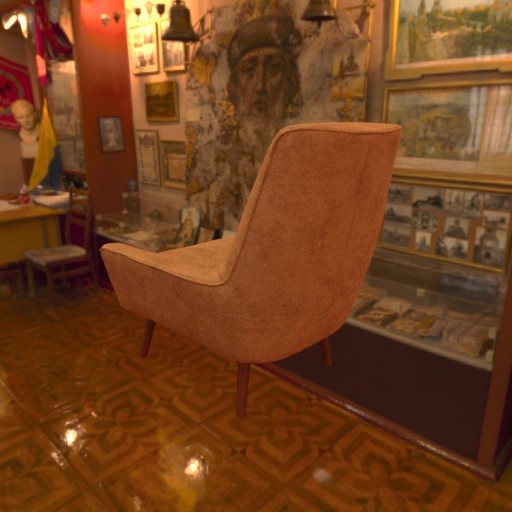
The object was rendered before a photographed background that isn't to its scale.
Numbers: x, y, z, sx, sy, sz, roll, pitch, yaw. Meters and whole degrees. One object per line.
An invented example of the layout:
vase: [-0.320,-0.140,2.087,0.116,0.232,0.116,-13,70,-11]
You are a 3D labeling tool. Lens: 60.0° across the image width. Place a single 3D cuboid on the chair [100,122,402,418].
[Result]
chair: [0.000,0.000,1.529,0.753,0.883,0.851,-15,23,-41]
